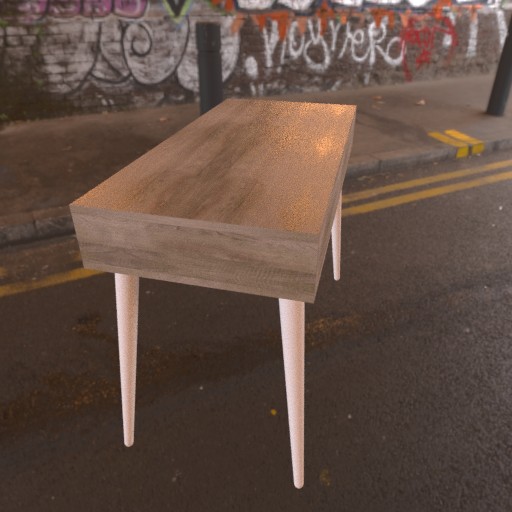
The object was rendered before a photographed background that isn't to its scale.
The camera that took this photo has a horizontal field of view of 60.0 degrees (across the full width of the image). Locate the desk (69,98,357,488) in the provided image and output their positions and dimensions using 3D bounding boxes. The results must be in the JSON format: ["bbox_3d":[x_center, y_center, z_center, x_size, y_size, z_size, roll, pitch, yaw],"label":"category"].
[{"bbox_3d":[0.000,0.000,1.372,0.491,0.723,0.979,8,32,12],"label":"desk"}]
